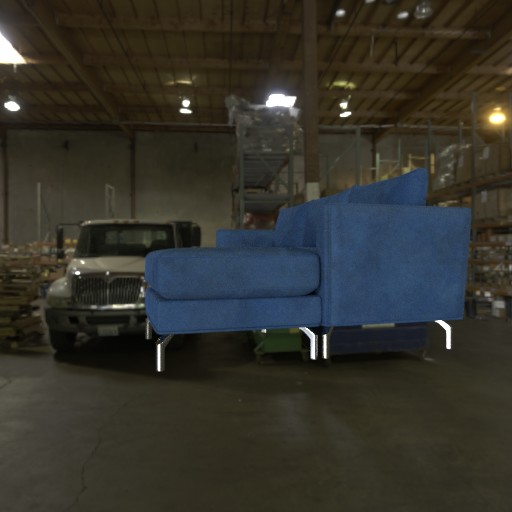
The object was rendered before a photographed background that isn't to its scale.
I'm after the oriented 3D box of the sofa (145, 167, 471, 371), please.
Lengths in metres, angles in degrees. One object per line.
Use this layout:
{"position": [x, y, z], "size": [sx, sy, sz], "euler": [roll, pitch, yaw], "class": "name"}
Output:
{"position": [0.000, 0.000, 3.237], "size": [1.622, 0.987, 2.438], "euler": [0, 0, -17], "class": "sofa"}
